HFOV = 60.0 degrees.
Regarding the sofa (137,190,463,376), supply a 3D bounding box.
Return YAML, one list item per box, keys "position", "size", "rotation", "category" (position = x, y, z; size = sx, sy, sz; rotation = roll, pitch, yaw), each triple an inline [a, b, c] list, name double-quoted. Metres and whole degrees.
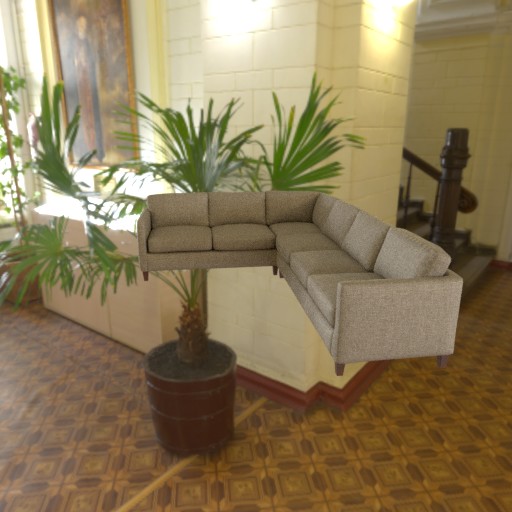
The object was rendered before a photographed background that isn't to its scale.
- position: [0.000, 0.000, 4.565]
  size: [2.593, 0.947, 3.302]
  rotation: [-2, 16, -8]
  category: "sofa"
